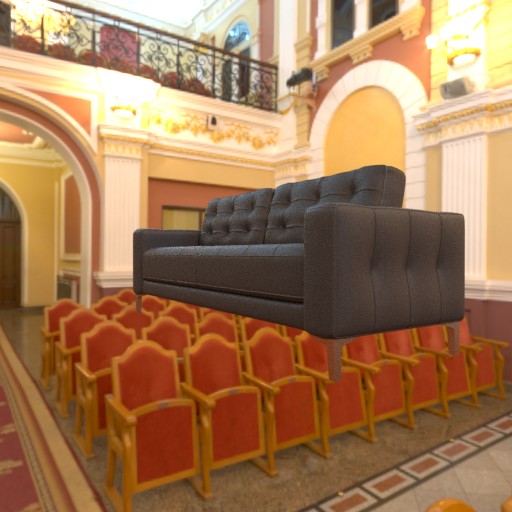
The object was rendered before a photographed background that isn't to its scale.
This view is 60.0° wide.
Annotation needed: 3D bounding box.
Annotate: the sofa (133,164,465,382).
[{"bbox_3d":[0.000,0.000,2.721,0.833,0.893,2.275,0,1,-34],"label":"sofa"}]
